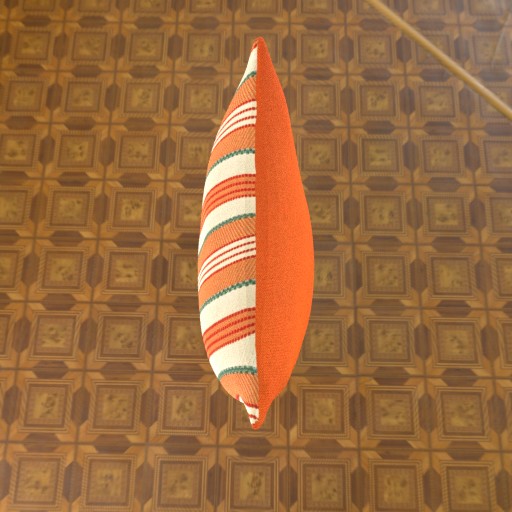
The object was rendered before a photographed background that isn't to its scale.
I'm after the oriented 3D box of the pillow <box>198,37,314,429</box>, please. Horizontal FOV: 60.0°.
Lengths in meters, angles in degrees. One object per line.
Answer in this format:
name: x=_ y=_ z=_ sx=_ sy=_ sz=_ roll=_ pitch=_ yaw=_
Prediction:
pillow: x=0.000 y=0.000 z=0.674 sx=0.182 sy=0.441 sz=0.440 roll=1 pitch=77 yaw=0
